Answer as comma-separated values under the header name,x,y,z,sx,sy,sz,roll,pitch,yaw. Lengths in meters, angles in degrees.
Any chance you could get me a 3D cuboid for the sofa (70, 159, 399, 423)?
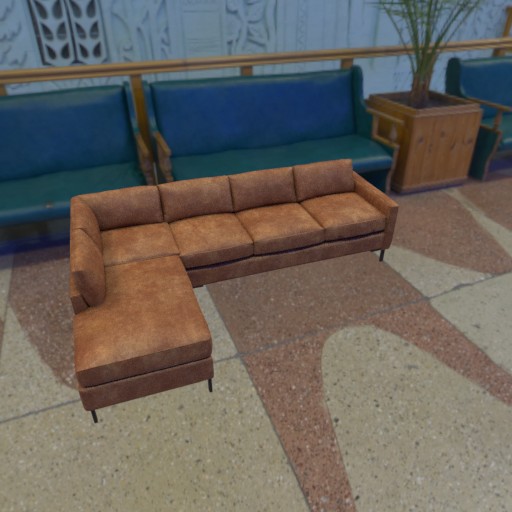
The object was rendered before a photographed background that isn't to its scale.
name,x,y,z,sx,sy,sz,roll,pitch,yaw
sofa,0.000,0.000,3.836,2.984,0.877,1.938,-11,35,-16
